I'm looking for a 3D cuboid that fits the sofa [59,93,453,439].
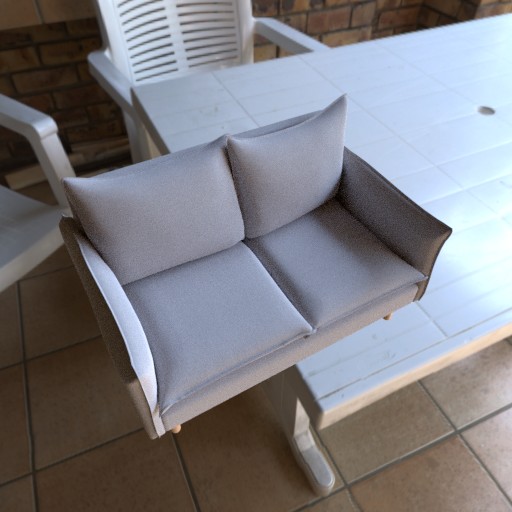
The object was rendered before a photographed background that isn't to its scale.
[{"bbox_3d":[0.000,0.000,1.789,1.300,0.840,0.820,-22,50,-20],"label":"sofa"}]
